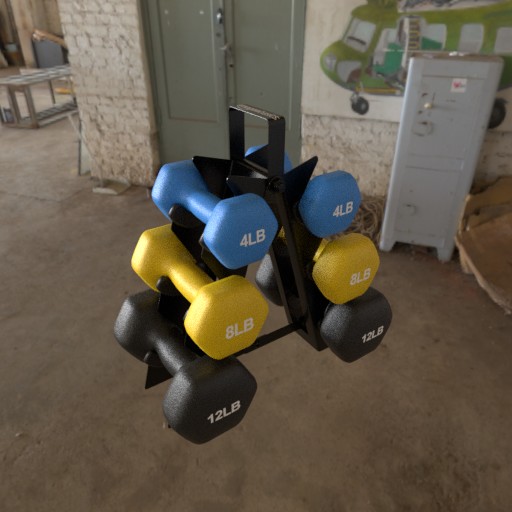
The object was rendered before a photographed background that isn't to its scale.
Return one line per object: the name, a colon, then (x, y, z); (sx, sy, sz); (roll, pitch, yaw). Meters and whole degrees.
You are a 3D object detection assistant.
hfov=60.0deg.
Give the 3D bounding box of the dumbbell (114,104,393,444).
dumbbell: (0.000, 0.000, 0.668); (0.409, 0.426, 0.255); (-19, 35, -29)
